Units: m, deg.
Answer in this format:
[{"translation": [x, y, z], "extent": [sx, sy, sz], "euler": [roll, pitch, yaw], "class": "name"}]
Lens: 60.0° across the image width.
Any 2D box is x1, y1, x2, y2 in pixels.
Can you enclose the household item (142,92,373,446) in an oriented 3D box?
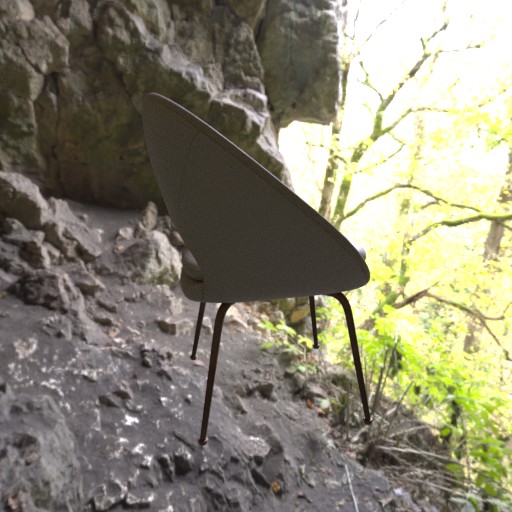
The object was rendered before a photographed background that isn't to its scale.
[{"translation": [0.000, 0.000, 1.248], "extent": [0.573, 0.852, 0.623], "euler": [-3, 16, -10], "class": "household item"}]
